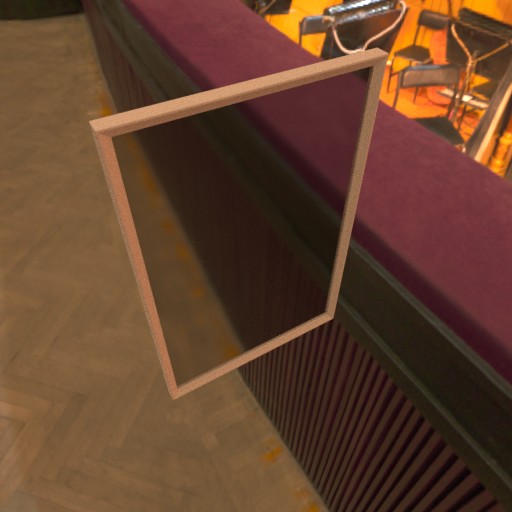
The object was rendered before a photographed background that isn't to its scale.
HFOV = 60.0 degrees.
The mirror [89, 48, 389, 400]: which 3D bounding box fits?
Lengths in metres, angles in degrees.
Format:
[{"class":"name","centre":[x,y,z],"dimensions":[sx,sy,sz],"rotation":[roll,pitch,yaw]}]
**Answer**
[{"class":"mirror","centre":[0.000,0.000,1.144],"dimensions":[0.609,0.915,0.041],"rotation":[-23,50,-21]}]
